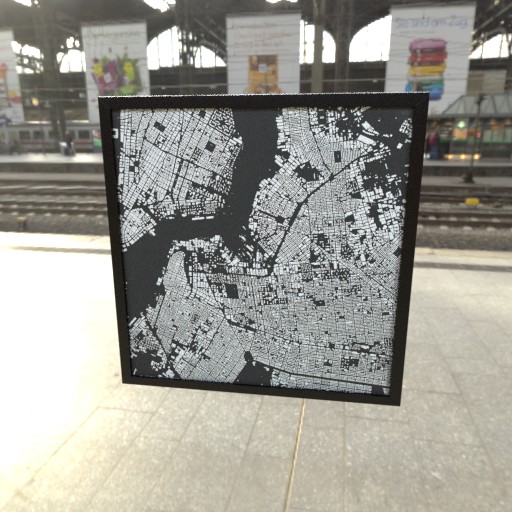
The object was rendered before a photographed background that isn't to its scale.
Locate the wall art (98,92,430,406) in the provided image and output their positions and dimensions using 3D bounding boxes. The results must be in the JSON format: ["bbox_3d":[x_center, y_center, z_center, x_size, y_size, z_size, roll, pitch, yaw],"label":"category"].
[{"bbox_3d":[0.000,0.000,1.112,0.755,0.761,0.038,2,15,8],"label":"wall art"}]
